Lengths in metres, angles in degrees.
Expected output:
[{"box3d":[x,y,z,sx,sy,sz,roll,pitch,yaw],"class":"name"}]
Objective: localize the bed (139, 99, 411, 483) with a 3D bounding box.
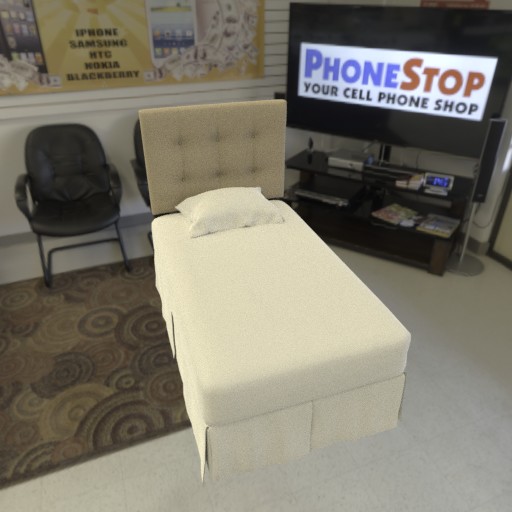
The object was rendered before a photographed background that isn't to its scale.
[{"box3d":[0.000,0.000,2.955,1.261,1.571,1.997,-10,32,-16],"class":"bed"}]
